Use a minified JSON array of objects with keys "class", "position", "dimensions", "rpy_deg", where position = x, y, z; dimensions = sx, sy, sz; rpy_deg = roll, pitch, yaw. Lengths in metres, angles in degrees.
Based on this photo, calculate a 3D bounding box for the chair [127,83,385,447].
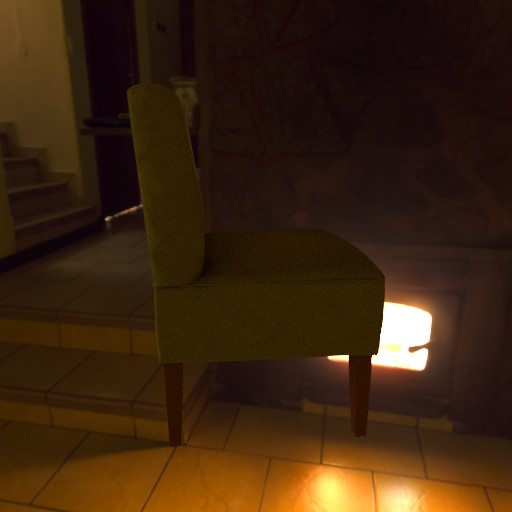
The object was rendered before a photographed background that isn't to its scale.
[{"class":"chair","position":[0.000,0.000,1.152],"dimensions":[0.554,0.806,0.521],"rpy_deg":[-2,16,-8]}]
